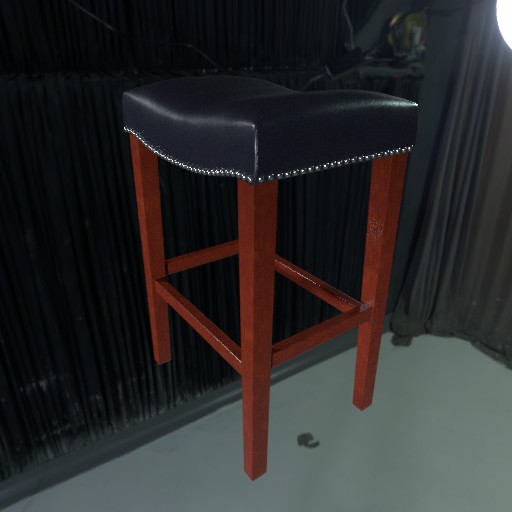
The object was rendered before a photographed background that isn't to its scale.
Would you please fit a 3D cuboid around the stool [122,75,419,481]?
[{"bbox_3d":[0.000,0.000,1.016,0.372,0.742,0.504,-18,31,-32],"label":"stool"}]
